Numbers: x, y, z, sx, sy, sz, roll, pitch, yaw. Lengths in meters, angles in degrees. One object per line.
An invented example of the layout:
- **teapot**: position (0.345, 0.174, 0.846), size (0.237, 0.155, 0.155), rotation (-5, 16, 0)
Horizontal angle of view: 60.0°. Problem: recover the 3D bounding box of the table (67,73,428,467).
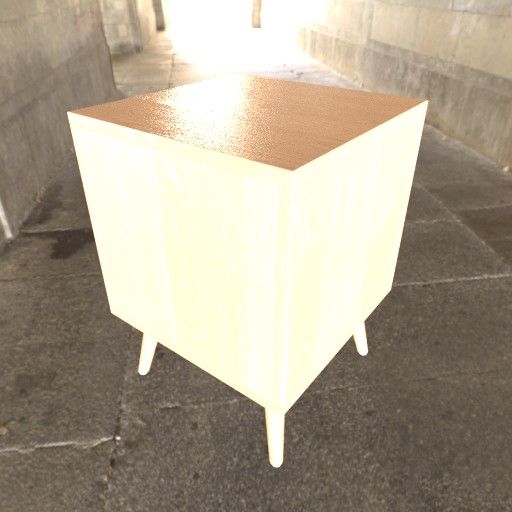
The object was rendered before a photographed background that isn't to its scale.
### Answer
- **table**: position (0.000, 0.000, 0.833), size (0.400, 0.550, 0.400), rotation (22, 38, 31)
